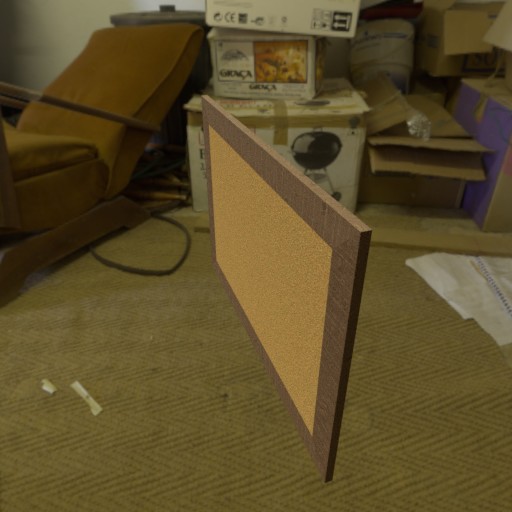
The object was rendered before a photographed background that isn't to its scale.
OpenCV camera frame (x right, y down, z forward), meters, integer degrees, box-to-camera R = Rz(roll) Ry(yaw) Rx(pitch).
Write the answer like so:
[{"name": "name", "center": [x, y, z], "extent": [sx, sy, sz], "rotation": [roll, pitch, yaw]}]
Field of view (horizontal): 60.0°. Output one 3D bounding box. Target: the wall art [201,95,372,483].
[{"name": "wall art", "center": [0.000, 0.000, 1.167], "extent": [0.019, 0.626, 0.917], "rotation": [-11, 34, -17]}]
